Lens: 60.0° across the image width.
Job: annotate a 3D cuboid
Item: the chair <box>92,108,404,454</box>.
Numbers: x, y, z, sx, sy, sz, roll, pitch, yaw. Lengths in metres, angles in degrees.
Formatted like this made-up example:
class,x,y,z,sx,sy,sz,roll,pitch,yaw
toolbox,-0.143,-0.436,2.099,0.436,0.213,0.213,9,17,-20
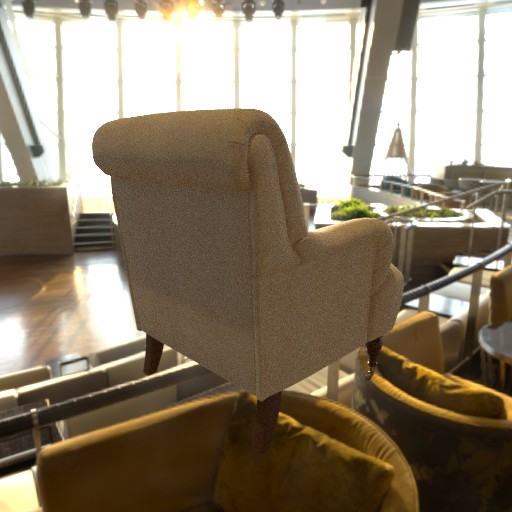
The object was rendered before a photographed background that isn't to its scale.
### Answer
class,x,y,z,sx,sy,sz,roll,pitch,yaw
chair,0.000,0.000,1.567,0.842,0.944,0.766,-13,19,-42
